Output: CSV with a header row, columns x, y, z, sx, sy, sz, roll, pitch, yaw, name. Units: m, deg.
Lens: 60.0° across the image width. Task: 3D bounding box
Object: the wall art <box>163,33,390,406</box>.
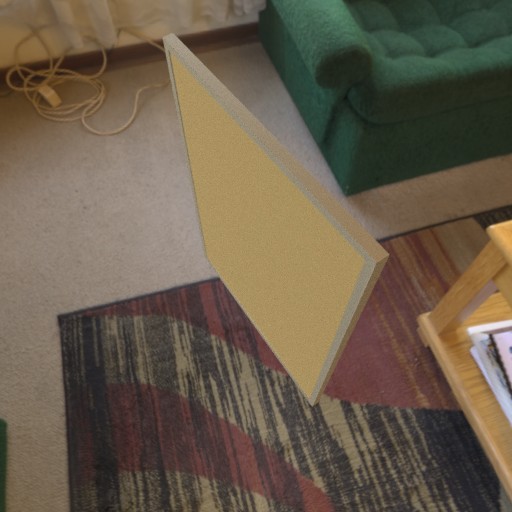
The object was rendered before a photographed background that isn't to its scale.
x,y,z,sx,sy,sz,roll,pitch,yaw,name
0.000,0.000,1.379,0.034,1.042,0.789,-30,63,-17,wall art
